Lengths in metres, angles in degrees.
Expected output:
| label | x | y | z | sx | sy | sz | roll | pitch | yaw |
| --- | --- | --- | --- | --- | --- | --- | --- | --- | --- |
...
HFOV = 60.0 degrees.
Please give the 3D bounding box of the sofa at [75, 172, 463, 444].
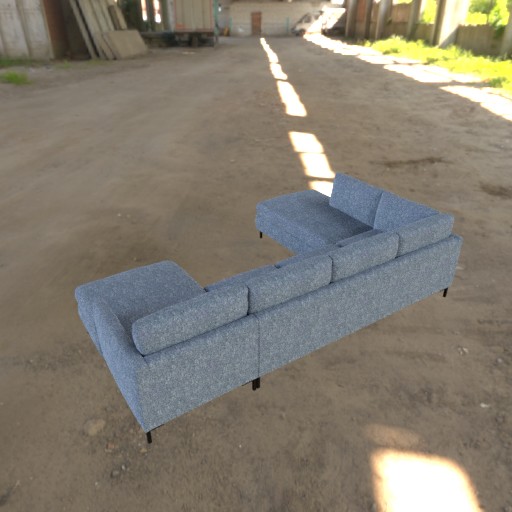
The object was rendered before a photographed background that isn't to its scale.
| label | x | y | z | sx | sy | sz | roll | pitch | yaw |
| --- | --- | --- | --- | --- | --- | --- | --- | --- | --- |
| sofa | 0.000 | 0.000 | 3.593 | 2.737 | 0.756 | 1.879 | -18 | 33 | -29 |
